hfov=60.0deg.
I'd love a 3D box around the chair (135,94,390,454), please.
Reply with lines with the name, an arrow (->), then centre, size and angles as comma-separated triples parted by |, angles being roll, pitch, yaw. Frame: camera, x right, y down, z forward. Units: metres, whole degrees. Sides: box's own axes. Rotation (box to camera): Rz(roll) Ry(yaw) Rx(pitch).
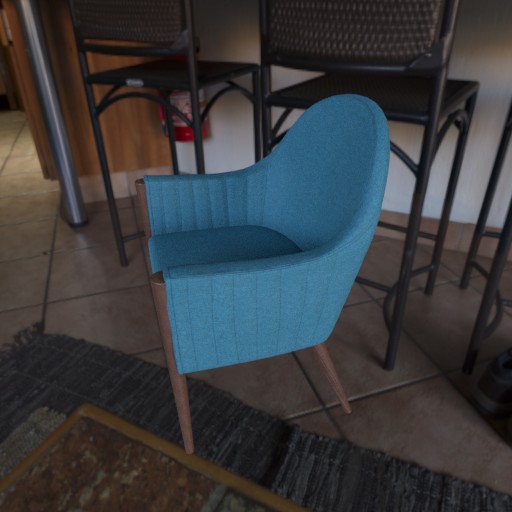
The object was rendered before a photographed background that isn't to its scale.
chair -> 0.000, 0.000, 1.369 | 0.652, 0.907, 0.656 | -9, 33, -14
